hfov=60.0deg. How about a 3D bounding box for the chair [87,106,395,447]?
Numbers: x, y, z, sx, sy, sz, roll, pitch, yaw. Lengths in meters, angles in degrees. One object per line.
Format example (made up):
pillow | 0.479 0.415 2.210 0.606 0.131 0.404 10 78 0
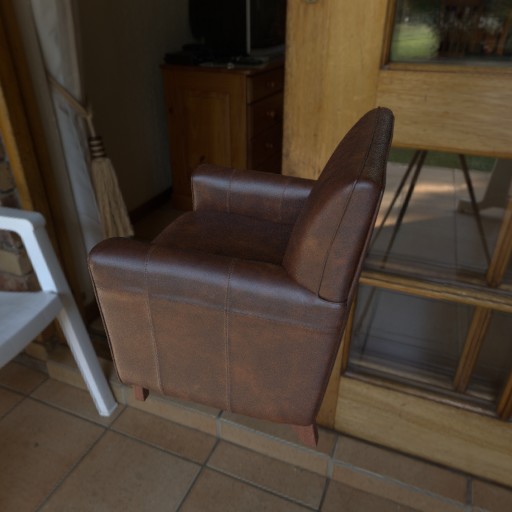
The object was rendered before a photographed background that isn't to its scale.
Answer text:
chair | 0.000 0.000 1.605 0.823 0.943 0.870 9 31 15
